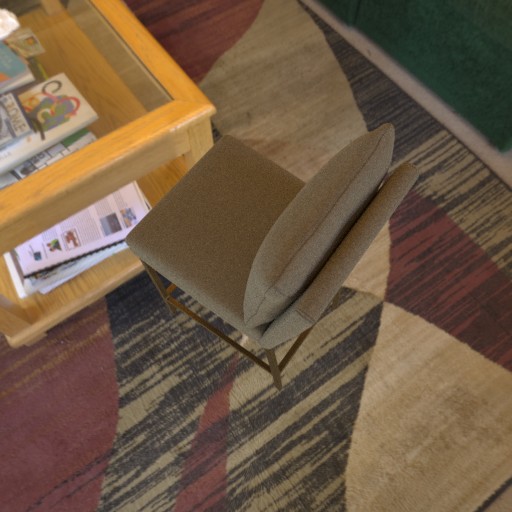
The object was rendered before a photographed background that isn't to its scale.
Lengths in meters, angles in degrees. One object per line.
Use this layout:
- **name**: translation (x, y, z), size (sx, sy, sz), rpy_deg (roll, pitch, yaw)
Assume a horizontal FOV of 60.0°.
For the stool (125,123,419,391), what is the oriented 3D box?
- **stool**: translation (0.000, 0.000, 1.344), size (0.569, 1.030, 0.463), rpy_deg (34, 70, 14)
